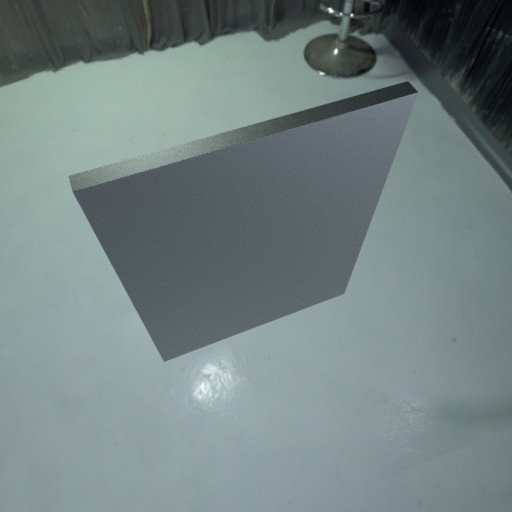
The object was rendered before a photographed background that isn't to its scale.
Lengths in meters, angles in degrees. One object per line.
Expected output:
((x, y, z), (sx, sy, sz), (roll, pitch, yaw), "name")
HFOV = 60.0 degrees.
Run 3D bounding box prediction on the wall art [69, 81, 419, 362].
((0.000, 0.000, 0.777), (0.444, 0.569, 0.025), (-19, 60, -11), "wall art")
